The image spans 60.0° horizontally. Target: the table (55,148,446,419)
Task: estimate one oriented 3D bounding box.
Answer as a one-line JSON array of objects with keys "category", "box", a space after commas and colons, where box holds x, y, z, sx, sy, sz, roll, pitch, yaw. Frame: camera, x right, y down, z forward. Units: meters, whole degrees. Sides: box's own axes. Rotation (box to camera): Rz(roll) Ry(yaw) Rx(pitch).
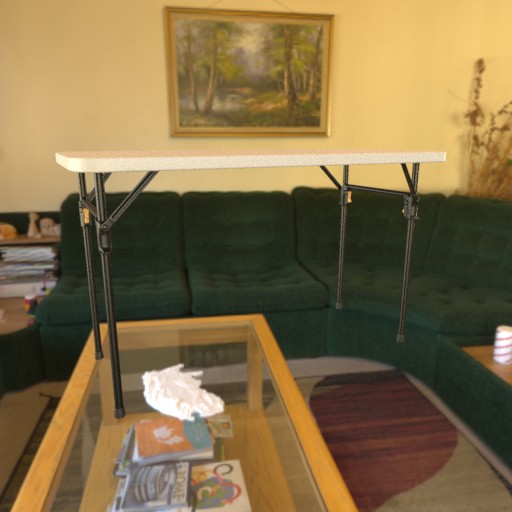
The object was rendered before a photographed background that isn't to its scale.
[{"category": "table", "box": [0.000, 0.000, 1.589, 1.219, 0.729, 0.610, -7, 16, -26]}]
